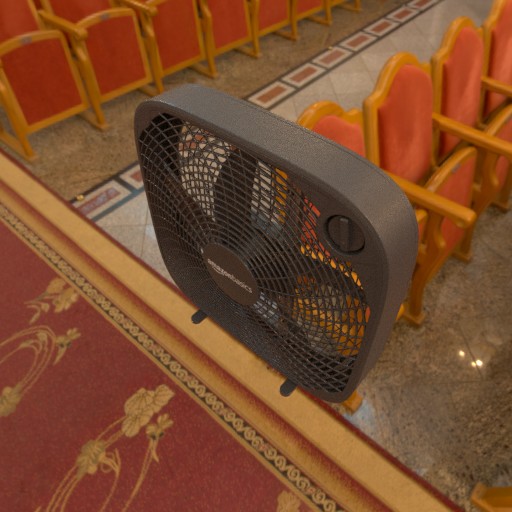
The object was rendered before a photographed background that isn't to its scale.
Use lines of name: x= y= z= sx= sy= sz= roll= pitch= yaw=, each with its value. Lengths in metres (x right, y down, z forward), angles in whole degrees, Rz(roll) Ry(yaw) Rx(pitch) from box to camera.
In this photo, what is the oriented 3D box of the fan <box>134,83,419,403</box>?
fan: x=0.000 y=0.000 z=0.810 sx=0.526 sy=0.533 sz=0.142 roll=33 pitch=55 yaw=27
